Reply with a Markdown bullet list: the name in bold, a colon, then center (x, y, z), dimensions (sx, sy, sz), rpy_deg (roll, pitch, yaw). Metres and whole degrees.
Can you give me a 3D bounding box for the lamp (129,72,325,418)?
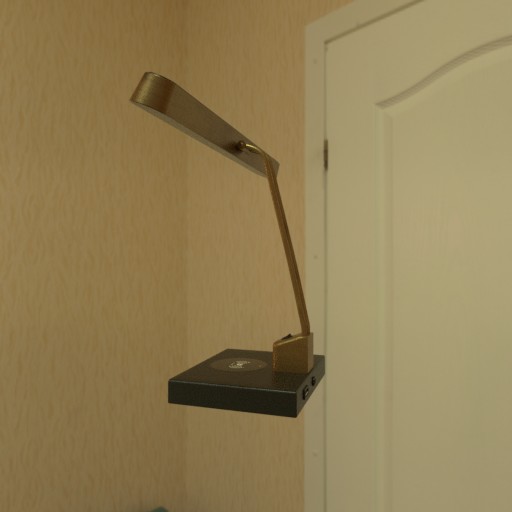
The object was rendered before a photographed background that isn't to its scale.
- **lamp**: center (0.000, 0.000, 0.583), dimensions (0.156, 0.345, 0.412), rpy_deg (0, 0, 18)
